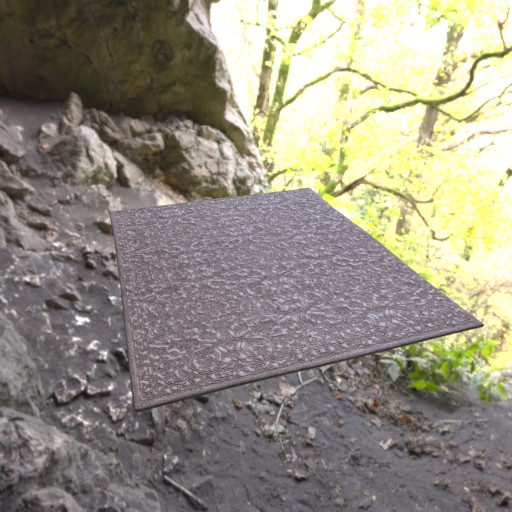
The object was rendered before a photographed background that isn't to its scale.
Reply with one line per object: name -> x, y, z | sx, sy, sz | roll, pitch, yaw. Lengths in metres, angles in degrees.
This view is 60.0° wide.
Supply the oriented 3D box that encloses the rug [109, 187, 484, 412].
rug -> 0.000, 0.000, 4.096 | 2.472, 0.035, 3.017 | -9, 30, -16
